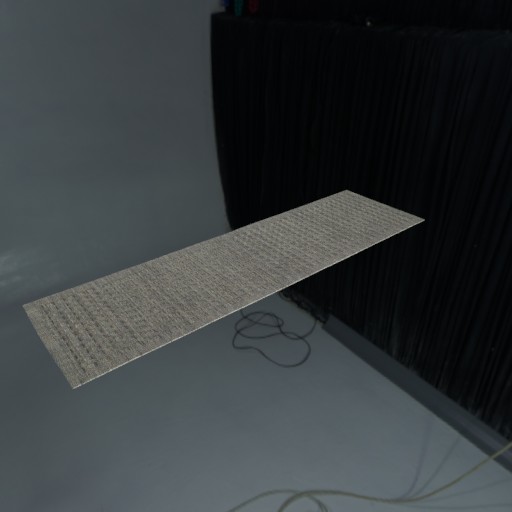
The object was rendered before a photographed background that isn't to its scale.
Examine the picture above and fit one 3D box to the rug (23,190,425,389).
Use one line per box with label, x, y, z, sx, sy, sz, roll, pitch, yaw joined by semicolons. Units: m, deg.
rug;0.000;0.000;2.643;2.443;0.009;0.706;-22;37;-33
